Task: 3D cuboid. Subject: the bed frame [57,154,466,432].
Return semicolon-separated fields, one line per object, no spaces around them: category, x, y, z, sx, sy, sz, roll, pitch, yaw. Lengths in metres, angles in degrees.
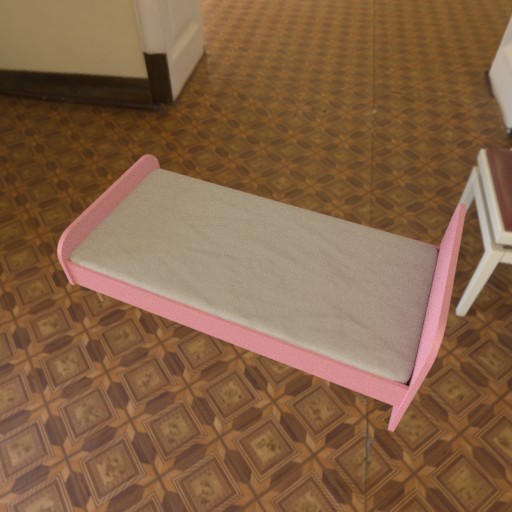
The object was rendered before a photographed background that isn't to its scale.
bed frame;0.000;0.000;2.540;1.963;0.805;0.998;18;50;16
